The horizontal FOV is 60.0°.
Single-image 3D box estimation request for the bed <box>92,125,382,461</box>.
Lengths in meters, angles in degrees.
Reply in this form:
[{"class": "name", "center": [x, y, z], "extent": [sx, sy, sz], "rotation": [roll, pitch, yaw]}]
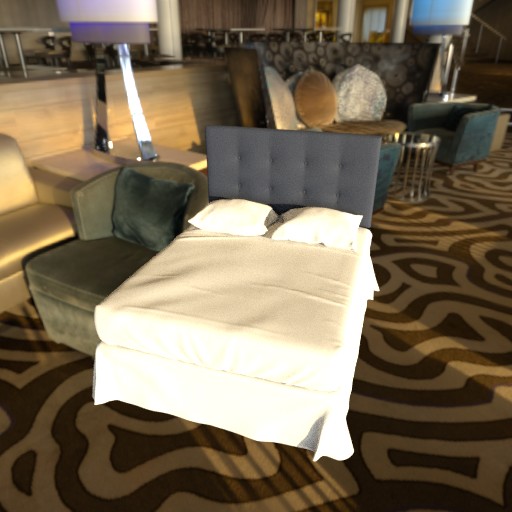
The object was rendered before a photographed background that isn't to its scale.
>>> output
[{"class": "bed", "center": [0.000, 0.000, 3.496], "extent": [1.936, 1.577, 2.222], "rotation": [8, 28, 16]}]
